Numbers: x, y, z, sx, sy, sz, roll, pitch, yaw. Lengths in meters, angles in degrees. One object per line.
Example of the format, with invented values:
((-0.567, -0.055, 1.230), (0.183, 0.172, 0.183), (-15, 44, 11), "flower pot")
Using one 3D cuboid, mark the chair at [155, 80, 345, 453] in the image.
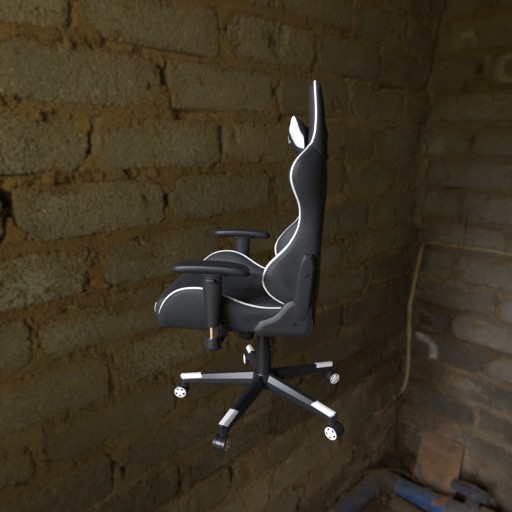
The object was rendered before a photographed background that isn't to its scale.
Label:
((0.000, 0.000, 1.688), (0.700, 1.240, 0.700), (2, 14, 8), "chair")
